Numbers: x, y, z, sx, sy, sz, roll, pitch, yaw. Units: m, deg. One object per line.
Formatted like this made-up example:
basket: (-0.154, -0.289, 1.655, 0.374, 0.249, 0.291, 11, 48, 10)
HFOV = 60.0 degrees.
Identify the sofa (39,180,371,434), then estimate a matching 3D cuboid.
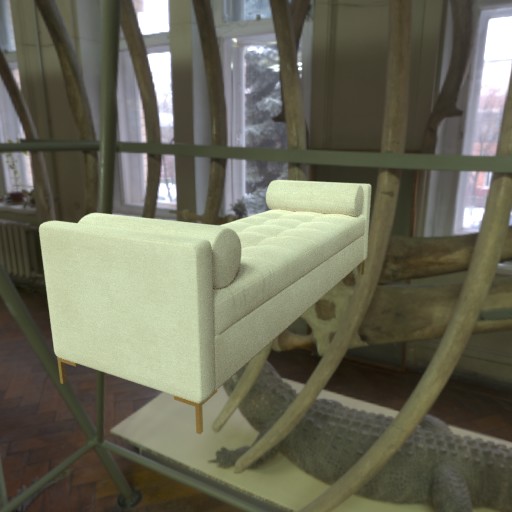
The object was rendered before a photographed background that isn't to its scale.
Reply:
sofa: (0.000, 0.000, 2.314, 0.686, 0.635, 1.981, 8, 17, 27)
